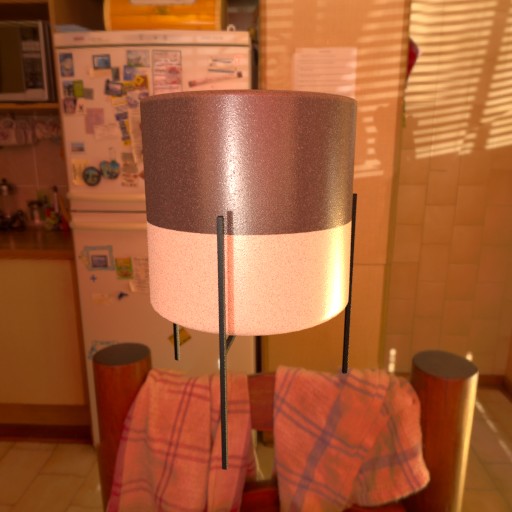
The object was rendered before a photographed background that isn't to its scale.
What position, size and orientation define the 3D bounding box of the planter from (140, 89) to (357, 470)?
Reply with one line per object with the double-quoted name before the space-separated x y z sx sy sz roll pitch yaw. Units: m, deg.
"planter" 0.000 0.000 0.538 0.260 0.353 0.250 -7 16 -27
